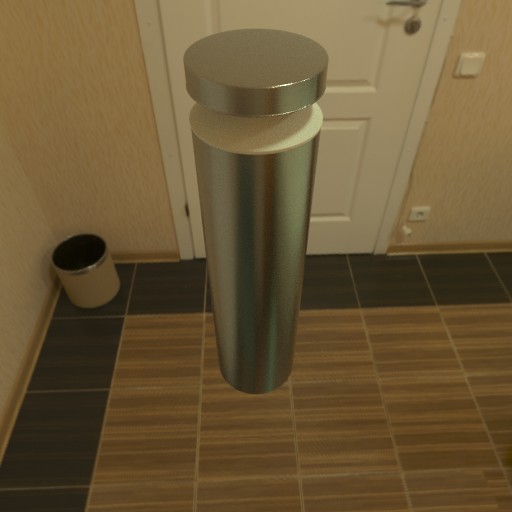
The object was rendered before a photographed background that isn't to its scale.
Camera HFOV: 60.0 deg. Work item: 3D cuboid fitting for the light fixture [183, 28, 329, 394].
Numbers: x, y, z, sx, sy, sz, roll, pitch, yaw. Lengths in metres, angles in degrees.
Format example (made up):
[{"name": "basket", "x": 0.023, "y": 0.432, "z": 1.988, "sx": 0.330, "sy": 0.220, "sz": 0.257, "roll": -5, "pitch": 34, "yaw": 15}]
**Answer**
[{"name": "light fixture", "x": 0.000, "y": 0.000, "z": 0.450, "sx": 0.102, "sy": 0.400, "sz": 0.102, "roll": -24, "pitch": 51, "yaw": -21}]
